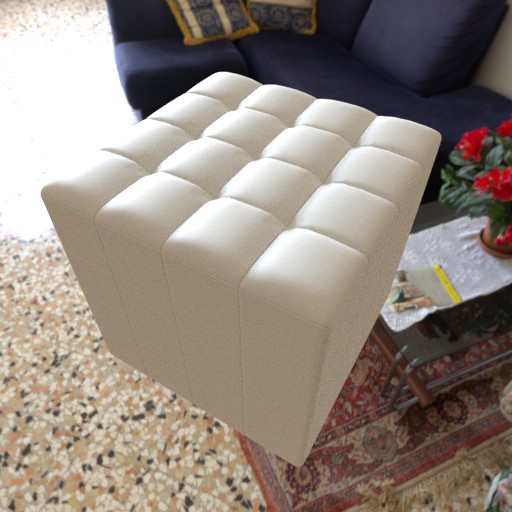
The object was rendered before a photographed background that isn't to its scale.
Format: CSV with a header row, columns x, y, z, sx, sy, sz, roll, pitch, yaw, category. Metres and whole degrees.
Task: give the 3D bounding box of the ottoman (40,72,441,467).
x,y,z,sx,sy,sz,roll,pitch,yaw,category
0.000,0.000,0.779,0.425,0.432,0.425,23,50,21,ottoman
